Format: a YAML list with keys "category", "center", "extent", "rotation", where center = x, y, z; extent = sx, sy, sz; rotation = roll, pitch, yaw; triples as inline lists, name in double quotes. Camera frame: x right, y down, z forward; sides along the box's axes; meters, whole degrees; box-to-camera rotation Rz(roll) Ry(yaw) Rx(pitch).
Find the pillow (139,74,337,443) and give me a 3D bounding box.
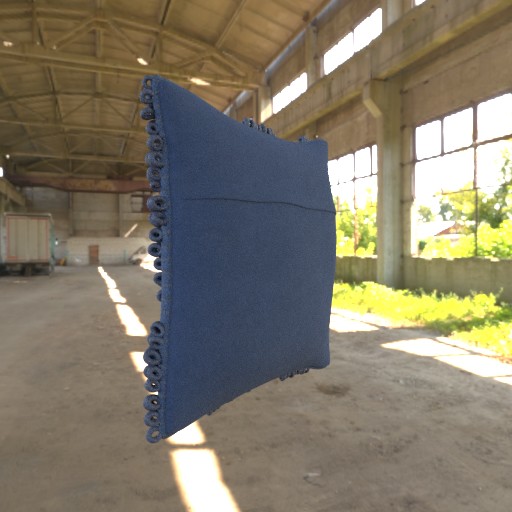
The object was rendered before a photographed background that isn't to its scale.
- category: "pillow"
  center: [0.000, 0.000, 0.733]
  extent: [0.172, 0.466, 0.469]
  rotation: [1, 1, 36]
